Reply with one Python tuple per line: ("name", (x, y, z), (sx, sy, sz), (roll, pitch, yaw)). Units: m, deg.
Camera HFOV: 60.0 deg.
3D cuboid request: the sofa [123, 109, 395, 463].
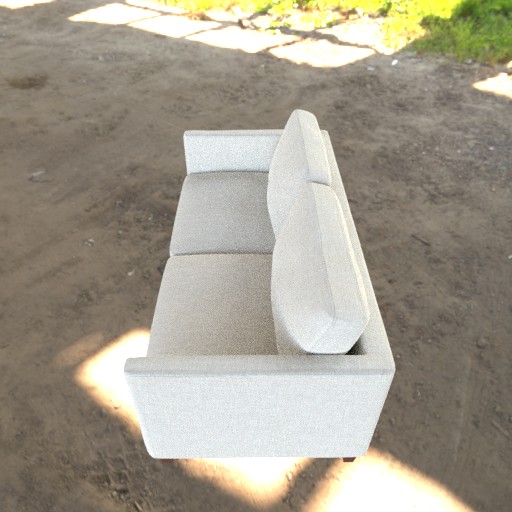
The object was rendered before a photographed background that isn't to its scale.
("sofa", (0.000, 0.000, 2.339), (0.950, 0.963, 1.838), (0, 41, 0))
